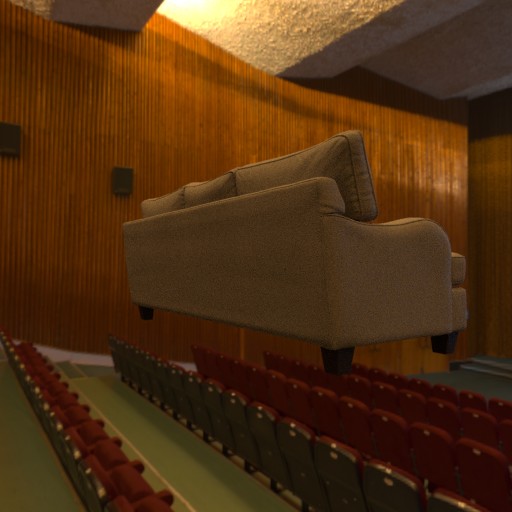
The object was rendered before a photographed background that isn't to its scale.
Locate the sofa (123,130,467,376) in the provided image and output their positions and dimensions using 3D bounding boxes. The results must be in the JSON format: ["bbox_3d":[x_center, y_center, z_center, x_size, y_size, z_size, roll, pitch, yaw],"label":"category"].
[{"bbox_3d":[0.000,0.000,2.865,1.016,0.991,2.323,1,-1,-35],"label":"sofa"}]
